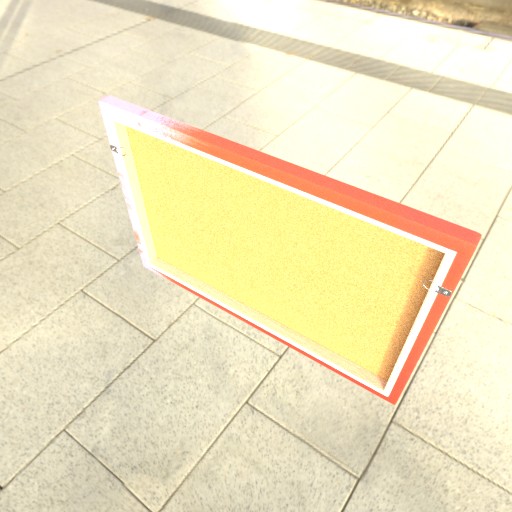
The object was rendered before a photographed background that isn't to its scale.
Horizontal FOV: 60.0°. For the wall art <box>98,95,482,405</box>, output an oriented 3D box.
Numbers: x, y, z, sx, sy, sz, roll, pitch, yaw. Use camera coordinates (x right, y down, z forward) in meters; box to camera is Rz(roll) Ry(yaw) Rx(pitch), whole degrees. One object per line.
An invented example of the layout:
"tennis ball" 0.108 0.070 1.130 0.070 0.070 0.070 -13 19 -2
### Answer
"wall art" 0.000 0.000 1.147 0.913 0.609 0.040 26 52 22
